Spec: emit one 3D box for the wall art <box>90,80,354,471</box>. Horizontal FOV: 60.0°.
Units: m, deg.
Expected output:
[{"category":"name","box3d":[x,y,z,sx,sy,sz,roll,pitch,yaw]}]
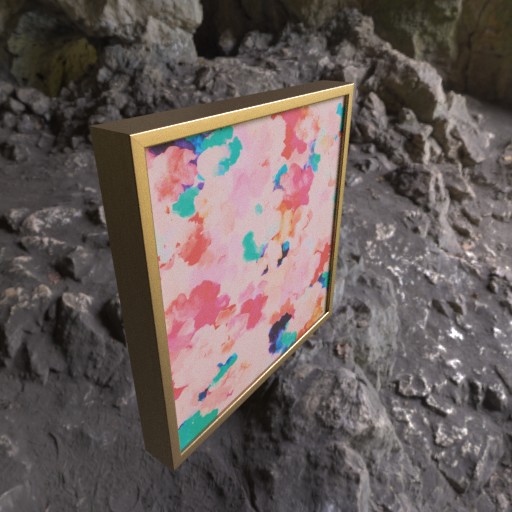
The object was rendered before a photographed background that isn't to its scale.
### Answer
[{"category":"wall art","box3d":[0.000,0.000,0.451,0.038,0.305,0.304,19,34,32]}]
